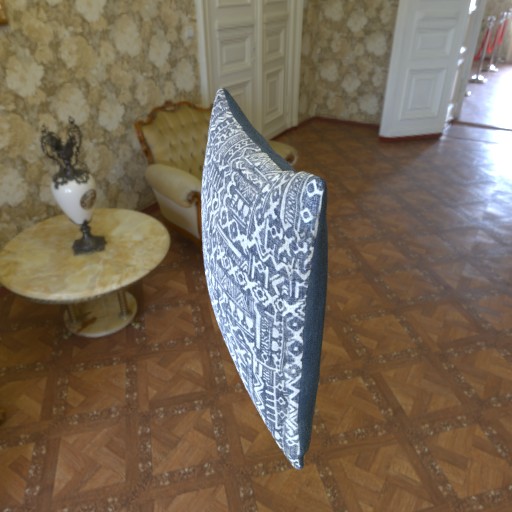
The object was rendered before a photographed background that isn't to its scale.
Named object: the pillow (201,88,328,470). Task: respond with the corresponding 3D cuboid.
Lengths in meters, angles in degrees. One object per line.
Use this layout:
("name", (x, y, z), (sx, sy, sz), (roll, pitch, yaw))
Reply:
("pillow", (0.000, 0.000, 0.797), (0.180, 0.487, 0.546), (-8, 32, -13))
